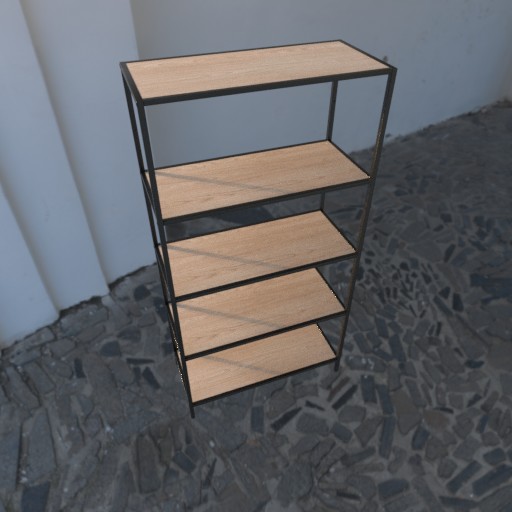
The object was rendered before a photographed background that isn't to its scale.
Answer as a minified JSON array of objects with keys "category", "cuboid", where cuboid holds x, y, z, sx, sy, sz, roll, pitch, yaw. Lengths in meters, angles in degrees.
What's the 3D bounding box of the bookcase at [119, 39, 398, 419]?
[{"category":"bookcase","cuboid":[0.000,0.000,1.819,0.770,1.500,0.350,-13,42,-15]}]
